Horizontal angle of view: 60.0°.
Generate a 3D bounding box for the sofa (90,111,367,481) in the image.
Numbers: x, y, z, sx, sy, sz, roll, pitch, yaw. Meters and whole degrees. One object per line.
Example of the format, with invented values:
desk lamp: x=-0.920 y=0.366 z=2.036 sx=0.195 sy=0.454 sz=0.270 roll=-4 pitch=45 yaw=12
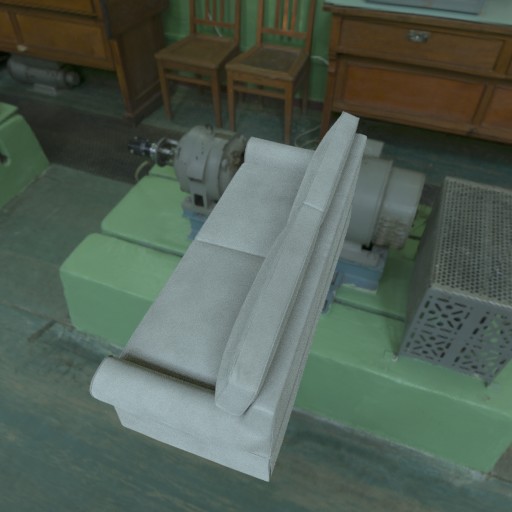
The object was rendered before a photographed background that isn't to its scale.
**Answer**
sofa: x=0.000 y=0.000 z=2.706 sx=0.900 sy=1.014 sz=2.246 roll=14 pitch=48 yaw=13
